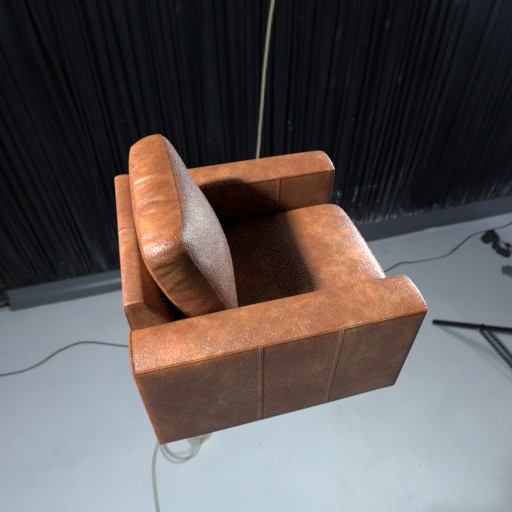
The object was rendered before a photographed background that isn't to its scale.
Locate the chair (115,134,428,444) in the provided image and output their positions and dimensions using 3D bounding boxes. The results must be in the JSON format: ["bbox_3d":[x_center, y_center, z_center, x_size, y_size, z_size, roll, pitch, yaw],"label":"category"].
[{"bbox_3d":[0.000,0.000,1.806,1.016,0.873,1.005,-11,47,-10],"label":"chair"}]
